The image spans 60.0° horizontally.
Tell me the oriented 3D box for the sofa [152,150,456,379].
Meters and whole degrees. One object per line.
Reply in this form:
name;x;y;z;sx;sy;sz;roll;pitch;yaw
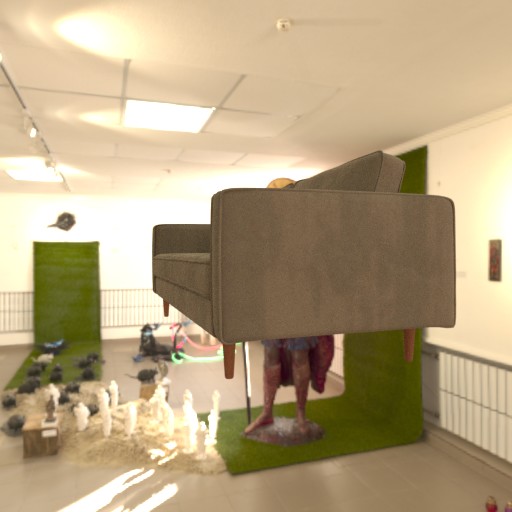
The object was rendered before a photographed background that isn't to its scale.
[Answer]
sofa;0.000;0.000;2.372;0.924;0.825;1.920;0;0;-19
